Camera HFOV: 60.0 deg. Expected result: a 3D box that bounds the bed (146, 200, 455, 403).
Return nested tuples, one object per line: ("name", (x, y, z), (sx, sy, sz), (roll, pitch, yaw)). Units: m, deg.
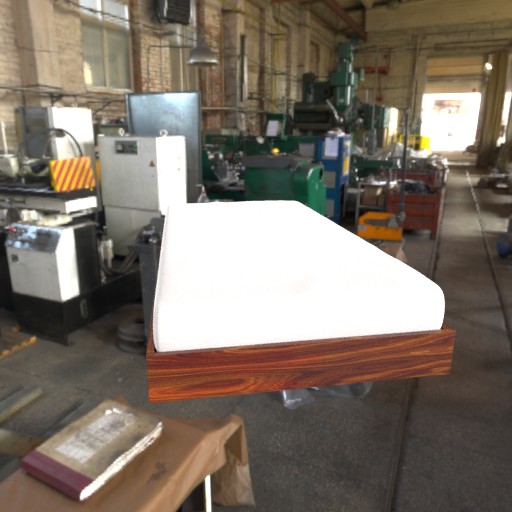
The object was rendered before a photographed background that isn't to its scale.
("bed", (0.000, 0.000, 2.185), (0.940, 0.312, 1.860), (-3, 16, -9))
